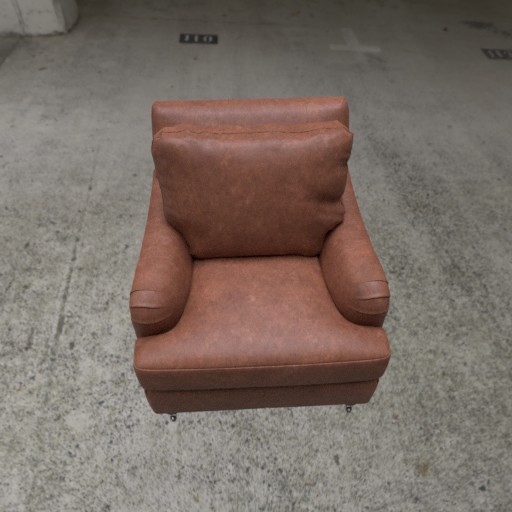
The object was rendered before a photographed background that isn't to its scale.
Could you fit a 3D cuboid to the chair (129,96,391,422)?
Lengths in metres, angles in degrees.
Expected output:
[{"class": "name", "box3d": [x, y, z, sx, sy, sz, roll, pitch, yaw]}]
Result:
[{"class": "chair", "box3d": [0.000, 0.000, 1.988, 0.986, 1.055, 1.158, -2, 47, -2]}]
